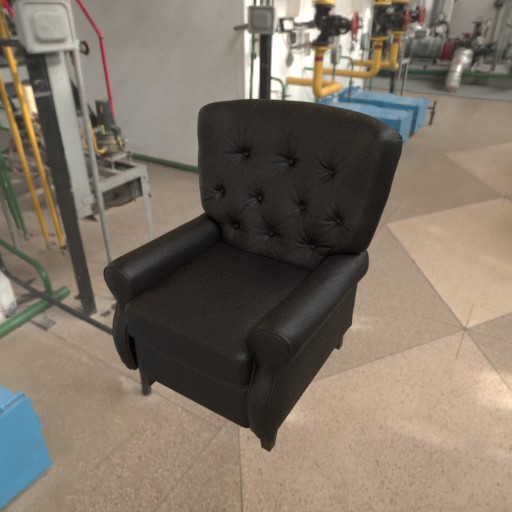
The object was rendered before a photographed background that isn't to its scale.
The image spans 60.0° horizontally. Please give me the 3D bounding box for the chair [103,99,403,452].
[{"bbox_3d":[0.000,0.000,1.928,0.948,1.158,1.058,17,34,27],"label":"chair"}]
